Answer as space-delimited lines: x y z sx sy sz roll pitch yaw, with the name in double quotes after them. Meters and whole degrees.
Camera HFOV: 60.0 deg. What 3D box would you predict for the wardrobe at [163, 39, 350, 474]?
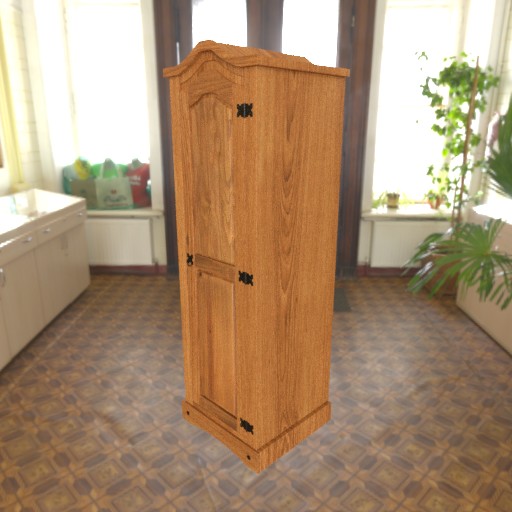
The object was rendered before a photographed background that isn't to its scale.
0.000 0.000 2.180 0.570 1.870 0.590 -16 22 -43 "wardrobe"
